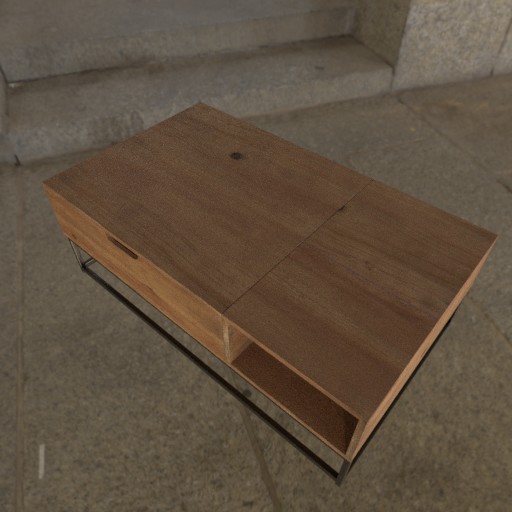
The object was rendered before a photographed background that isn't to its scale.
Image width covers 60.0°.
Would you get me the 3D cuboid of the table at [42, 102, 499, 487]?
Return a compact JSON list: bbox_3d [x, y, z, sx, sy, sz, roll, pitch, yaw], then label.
[{"bbox_3d":[0.000,0.000,1.367,1.101,0.395,0.655,32,54,27],"label":"table"}]
